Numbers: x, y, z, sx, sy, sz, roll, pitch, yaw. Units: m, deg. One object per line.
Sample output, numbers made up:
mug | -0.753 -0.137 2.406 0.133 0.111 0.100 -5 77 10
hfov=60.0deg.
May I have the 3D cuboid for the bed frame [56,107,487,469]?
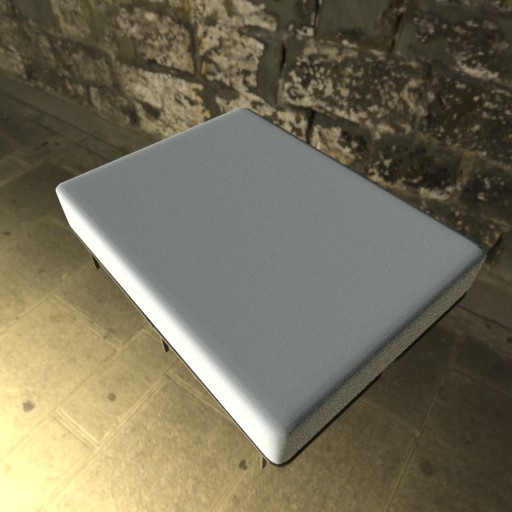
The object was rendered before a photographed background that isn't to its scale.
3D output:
bed frame | 0.000 0.000 2.737 1.528 0.677 2.037 -32 55 -27
